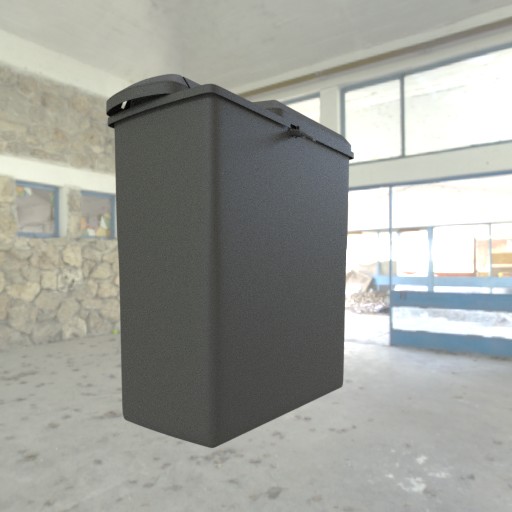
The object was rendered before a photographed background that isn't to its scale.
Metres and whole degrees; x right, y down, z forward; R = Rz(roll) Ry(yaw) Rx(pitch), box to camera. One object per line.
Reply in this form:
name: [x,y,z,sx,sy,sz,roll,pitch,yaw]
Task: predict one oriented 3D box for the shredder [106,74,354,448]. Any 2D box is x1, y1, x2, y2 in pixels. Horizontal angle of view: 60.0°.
shredder: [0.000,0.000,0.512,0.170,0.335,0.320,-1,-2,37]
